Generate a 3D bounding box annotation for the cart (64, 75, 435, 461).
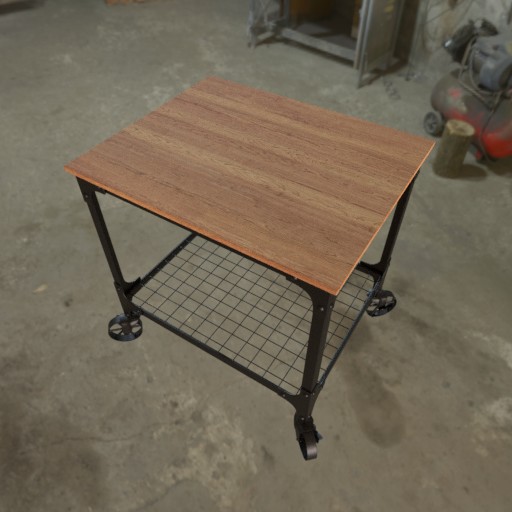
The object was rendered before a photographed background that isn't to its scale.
[{"bbox_3d":[0.000,0.000,1.117,0.666,0.603,0.558,25,51,22],"label":"cart"}]
